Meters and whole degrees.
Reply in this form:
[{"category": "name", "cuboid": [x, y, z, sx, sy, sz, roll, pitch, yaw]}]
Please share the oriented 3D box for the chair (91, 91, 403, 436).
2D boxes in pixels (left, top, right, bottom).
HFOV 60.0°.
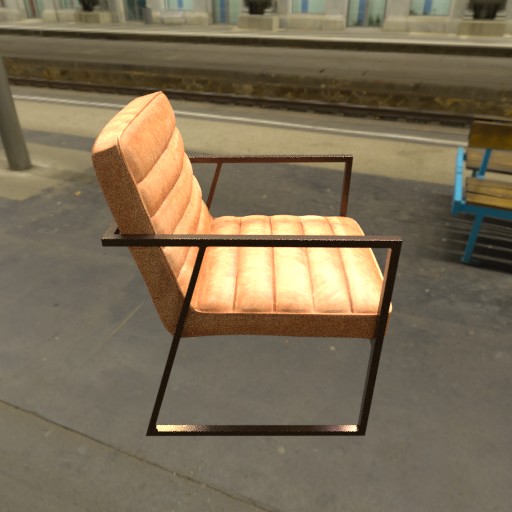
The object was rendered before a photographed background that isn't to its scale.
[{"category": "chair", "cuboid": [0.000, 0.000, 1.268, 0.677, 0.832, 0.571, 0, 31, 0]}]
